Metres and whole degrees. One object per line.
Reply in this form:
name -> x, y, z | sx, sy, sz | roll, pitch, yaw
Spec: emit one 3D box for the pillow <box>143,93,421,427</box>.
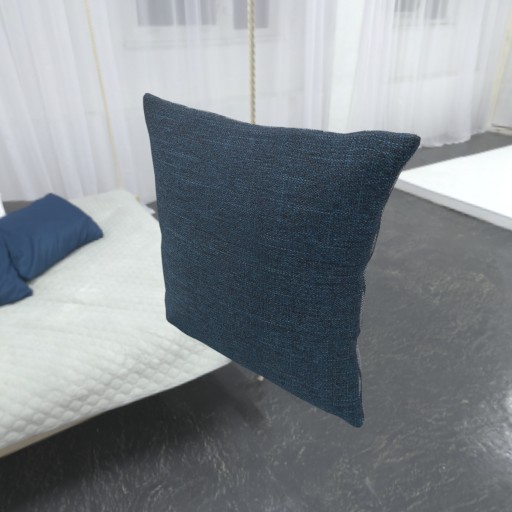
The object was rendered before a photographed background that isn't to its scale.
pillow -> 0.000, 0.000, 0.672 | 0.435, 0.435, 0.159 | 20, 34, 32
